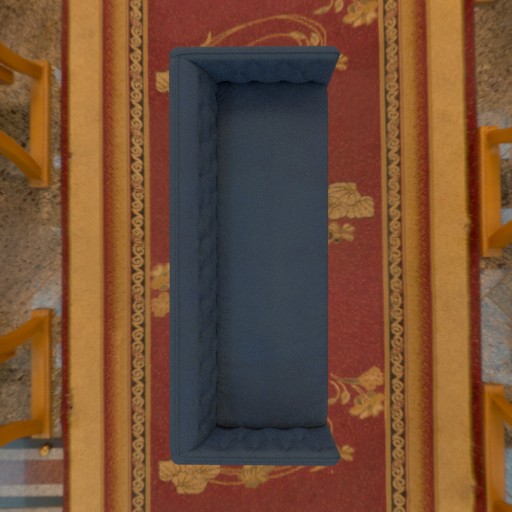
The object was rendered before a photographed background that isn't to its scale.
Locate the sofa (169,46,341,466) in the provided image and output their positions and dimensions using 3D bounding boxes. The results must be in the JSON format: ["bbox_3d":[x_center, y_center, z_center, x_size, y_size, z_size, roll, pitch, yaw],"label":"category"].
[{"bbox_3d":[0.000,0.000,2.649,0.895,0.771,2.209,0,90,1],"label":"sofa"}]
